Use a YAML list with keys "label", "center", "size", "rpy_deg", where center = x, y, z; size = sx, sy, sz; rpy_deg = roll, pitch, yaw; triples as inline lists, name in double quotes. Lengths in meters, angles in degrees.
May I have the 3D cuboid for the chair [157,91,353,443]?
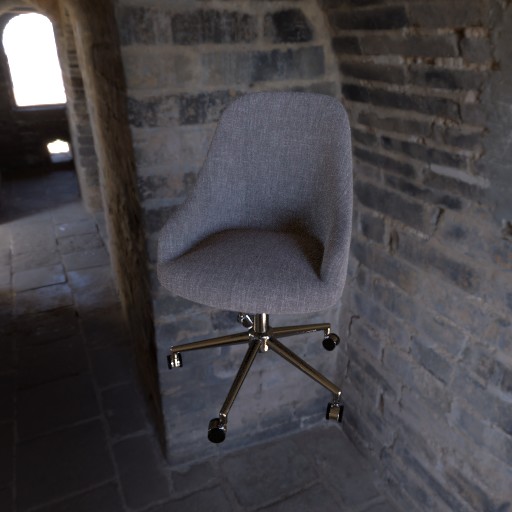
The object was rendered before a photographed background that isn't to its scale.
- label: "chair"
  center: [0.000, 0.000, 1.440]
  size: [0.671, 0.950, 0.712]
  rpy_deg: [7, 26, 15]
